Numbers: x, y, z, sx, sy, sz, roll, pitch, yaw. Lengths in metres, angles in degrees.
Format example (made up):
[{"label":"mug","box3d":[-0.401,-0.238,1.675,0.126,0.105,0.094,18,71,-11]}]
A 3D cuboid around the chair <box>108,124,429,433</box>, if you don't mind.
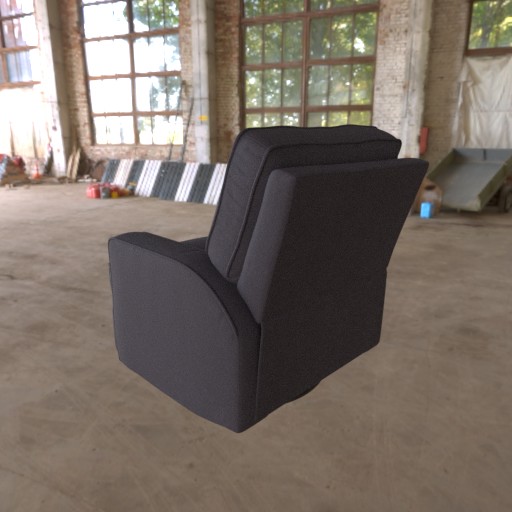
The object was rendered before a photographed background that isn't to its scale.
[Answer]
[{"label":"chair","box3d":[0.000,0.000,1.692,0.964,0.962,0.861,14,21,42]}]
